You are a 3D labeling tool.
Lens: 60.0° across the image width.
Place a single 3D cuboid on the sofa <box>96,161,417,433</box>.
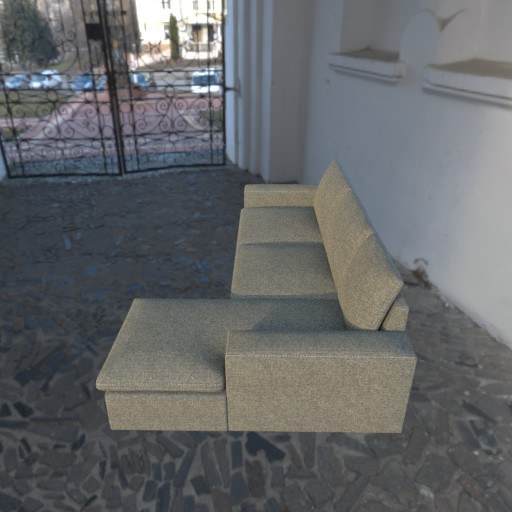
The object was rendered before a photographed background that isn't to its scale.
[{"bbox_3d":[0.000,0.000,3.520,1.689,0.940,2.718,0,28,1],"label":"sofa"}]
